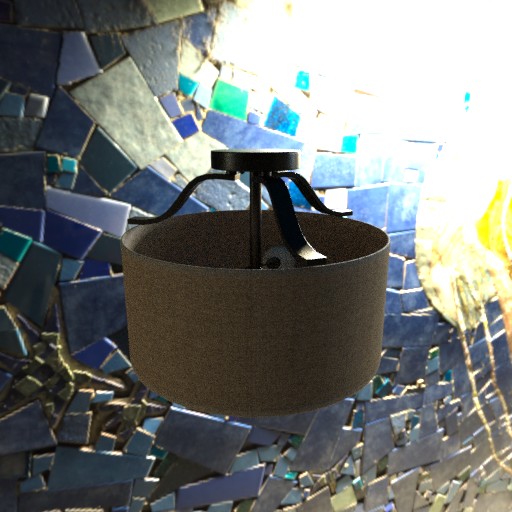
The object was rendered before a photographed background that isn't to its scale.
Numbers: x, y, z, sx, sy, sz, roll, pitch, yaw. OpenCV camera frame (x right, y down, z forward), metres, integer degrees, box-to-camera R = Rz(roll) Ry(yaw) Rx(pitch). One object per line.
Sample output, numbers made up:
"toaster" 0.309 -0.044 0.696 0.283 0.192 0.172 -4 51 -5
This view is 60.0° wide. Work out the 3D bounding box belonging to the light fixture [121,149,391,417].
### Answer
"light fixture" 0.000 0.000 0.659 0.390 0.306 0.390 0 16 0
